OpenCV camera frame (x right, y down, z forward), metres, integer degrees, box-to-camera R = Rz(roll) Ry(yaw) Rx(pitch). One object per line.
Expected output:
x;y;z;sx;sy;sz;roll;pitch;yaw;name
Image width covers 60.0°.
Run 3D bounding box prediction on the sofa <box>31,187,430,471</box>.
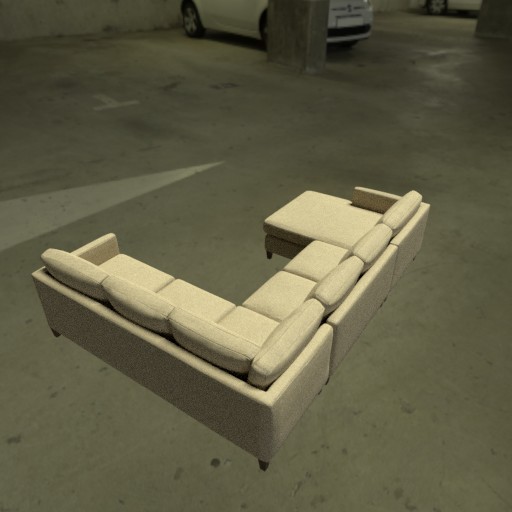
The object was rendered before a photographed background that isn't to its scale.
0.000;0.000;4.667;2.593;0.959;3.460;20;38;28;sofa
